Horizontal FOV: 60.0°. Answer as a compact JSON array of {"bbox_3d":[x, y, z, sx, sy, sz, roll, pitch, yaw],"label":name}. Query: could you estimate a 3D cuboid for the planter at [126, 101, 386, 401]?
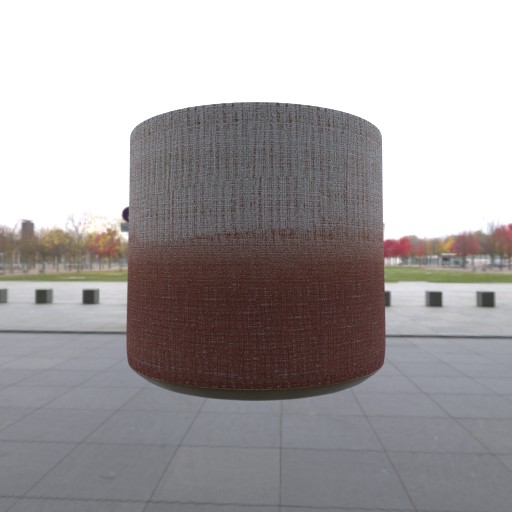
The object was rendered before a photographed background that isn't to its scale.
[{"bbox_3d":[0.000,0.000,0.394,0.221,0.201,0.221,0,-1,0],"label":"planter"}]
